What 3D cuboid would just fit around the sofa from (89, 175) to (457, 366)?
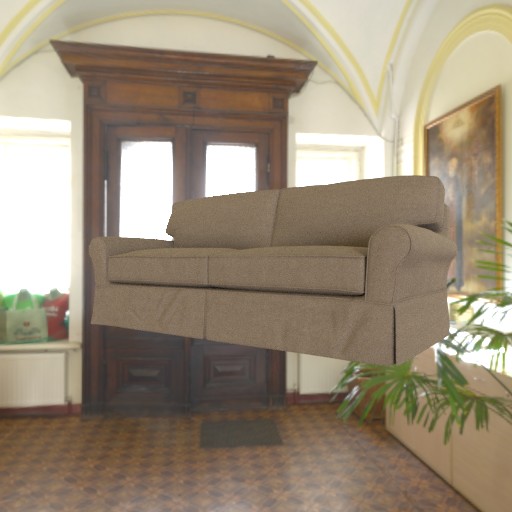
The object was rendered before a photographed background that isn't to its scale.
[{"bbox_3d":[0.000,0.000,2.831,2.248,0.943,0.991,0,0,36],"label":"sofa"}]
